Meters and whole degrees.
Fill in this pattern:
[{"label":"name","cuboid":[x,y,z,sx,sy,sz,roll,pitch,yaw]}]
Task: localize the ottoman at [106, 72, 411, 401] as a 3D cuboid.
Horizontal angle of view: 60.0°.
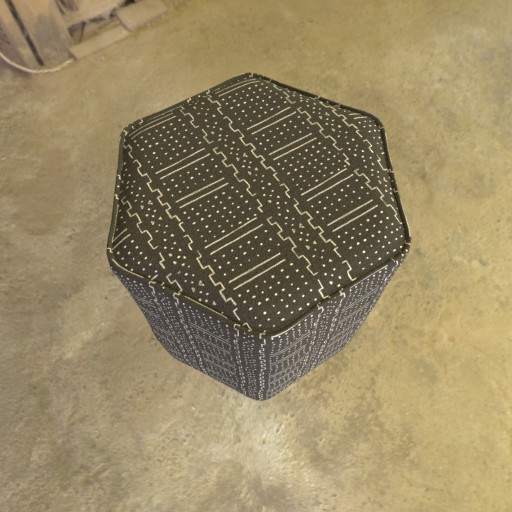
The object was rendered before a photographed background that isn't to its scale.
[{"label":"ottoman","cuboid":[0.000,0.000,0.885,0.494,0.502,0.443,-30,66,-15]}]
